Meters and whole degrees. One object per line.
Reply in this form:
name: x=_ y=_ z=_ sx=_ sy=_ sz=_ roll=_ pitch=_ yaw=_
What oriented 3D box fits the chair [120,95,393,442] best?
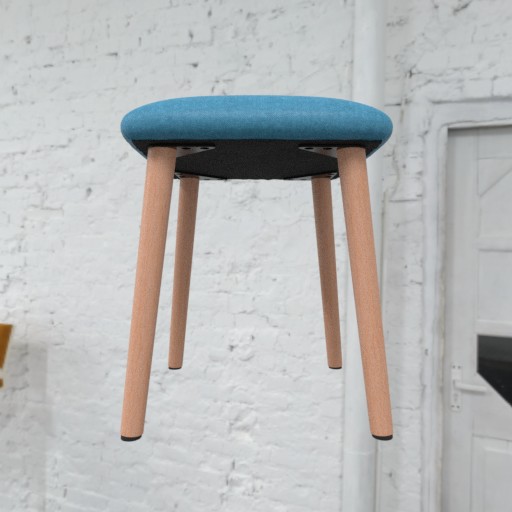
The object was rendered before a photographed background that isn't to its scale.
chair: x=0.000 y=0.000 z=0.713 sx=0.360 sy=0.450 sz=0.360 roll=0 pitch=1 yaw=-1
